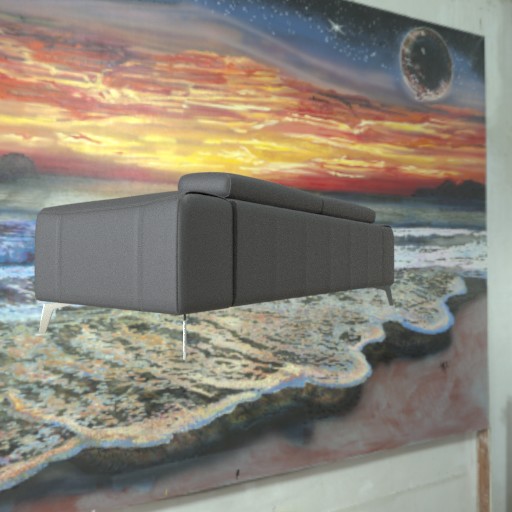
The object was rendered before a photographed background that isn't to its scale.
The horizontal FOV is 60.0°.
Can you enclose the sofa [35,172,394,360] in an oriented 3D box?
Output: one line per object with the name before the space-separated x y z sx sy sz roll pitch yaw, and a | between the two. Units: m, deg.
sofa | 0.000 0.000 2.790 1.023 0.759 2.321 0 0 35
